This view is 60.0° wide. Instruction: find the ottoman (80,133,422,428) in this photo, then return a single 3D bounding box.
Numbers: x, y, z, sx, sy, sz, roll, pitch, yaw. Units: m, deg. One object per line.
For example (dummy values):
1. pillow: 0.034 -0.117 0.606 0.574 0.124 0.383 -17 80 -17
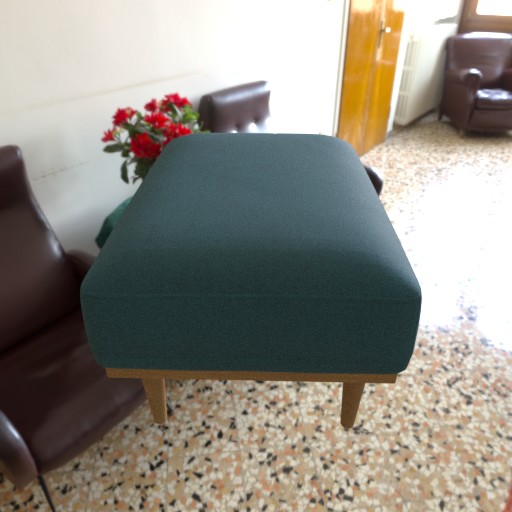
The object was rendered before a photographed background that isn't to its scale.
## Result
1. ottoman: 0.000 0.000 1.054 0.549 0.428 0.749 1 32 1
